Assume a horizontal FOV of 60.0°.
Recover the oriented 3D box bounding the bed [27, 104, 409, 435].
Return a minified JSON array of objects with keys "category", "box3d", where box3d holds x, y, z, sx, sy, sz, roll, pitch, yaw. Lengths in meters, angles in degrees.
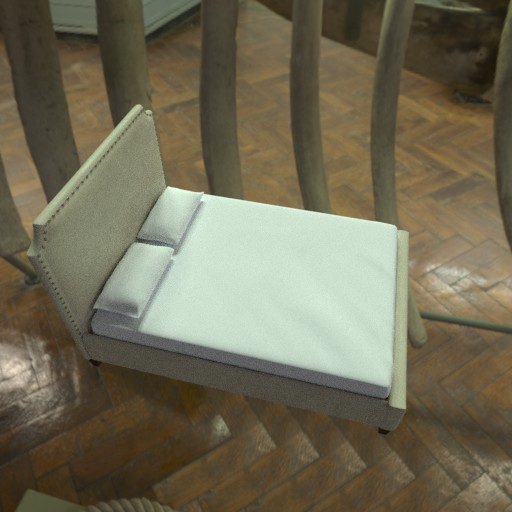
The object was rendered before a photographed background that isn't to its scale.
[{"category":"bed","box3d":[0.000,0.000,3.347,2.372,1.443,1.712,10,48,9]}]
